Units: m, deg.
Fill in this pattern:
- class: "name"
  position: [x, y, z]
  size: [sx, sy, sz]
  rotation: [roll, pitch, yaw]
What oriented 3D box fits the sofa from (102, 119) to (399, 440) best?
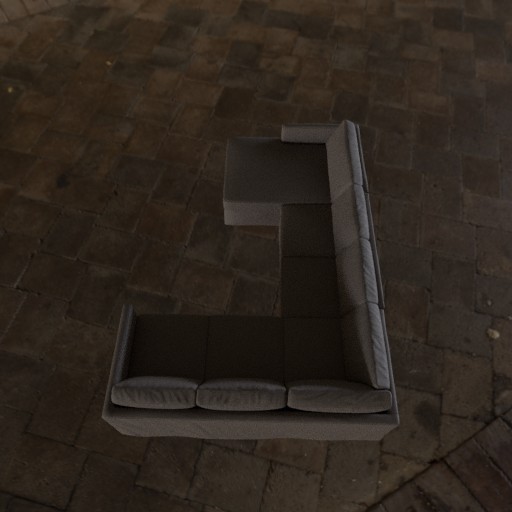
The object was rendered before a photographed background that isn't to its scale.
- class: "sofa"
  position: [0.000, 0.000, 4.683]
  size: [2.476, 0.878, 3.528]
  rotation: [1, 58, 1]
